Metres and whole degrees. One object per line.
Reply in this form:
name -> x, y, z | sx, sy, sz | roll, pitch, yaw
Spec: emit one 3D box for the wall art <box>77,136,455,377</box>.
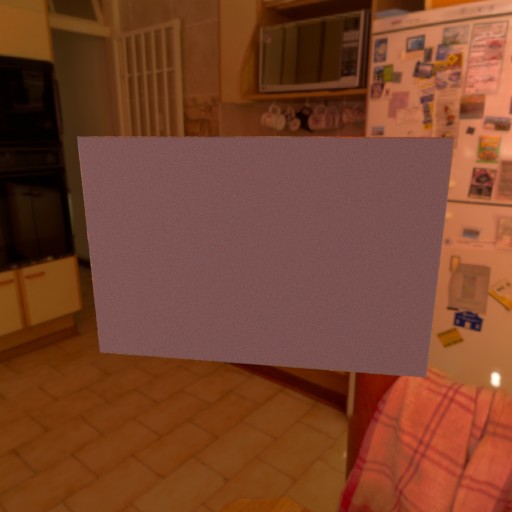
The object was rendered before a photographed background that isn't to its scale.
wall art -> 0.000, 0.000, 0.783 | 0.610, 0.406, 0.037 | 2, 16, 8
